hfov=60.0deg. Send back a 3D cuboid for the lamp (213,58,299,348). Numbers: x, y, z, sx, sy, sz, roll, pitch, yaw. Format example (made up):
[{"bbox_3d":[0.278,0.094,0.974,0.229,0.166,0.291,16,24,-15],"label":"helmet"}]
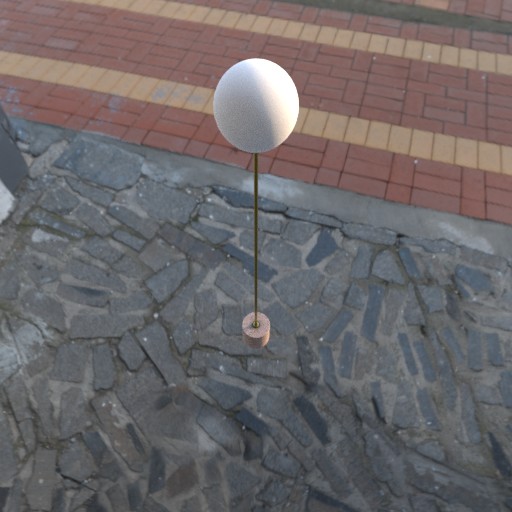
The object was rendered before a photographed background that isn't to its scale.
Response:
[{"bbox_3d":[0.000,0.000,1.828,0.229,1.748,0.229,30,62,17],"label":"lamp"}]
